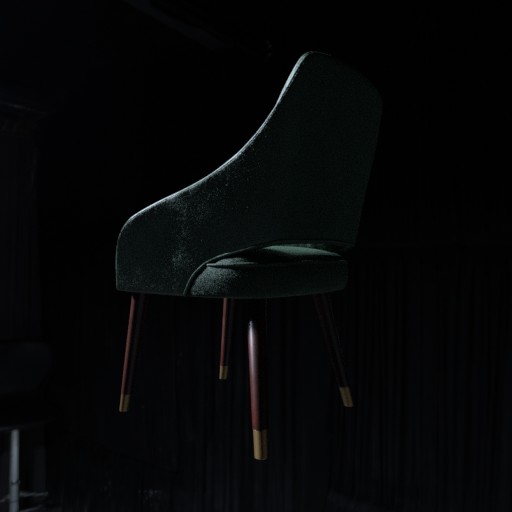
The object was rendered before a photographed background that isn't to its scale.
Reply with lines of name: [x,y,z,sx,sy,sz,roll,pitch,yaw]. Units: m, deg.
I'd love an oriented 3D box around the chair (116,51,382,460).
chair: [0.000,0.000,1.536,0.794,1.081,0.683,0,-1,37]
